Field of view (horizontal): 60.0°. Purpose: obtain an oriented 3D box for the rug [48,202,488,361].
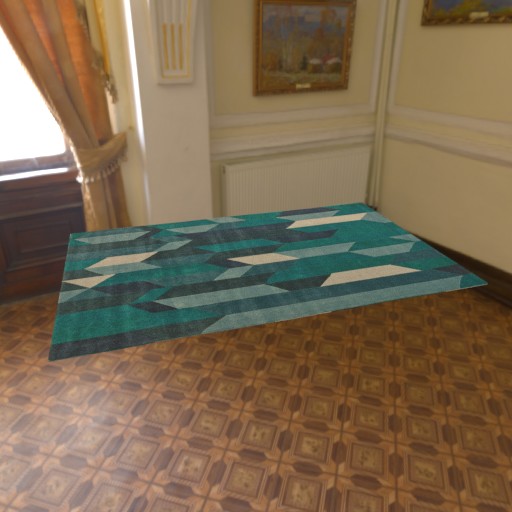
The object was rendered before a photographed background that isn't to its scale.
[{"bbox_3d":[0.000,0.000,2.963,2.420,0.005,1.528,-8,27,-15],"label":"rug"}]
